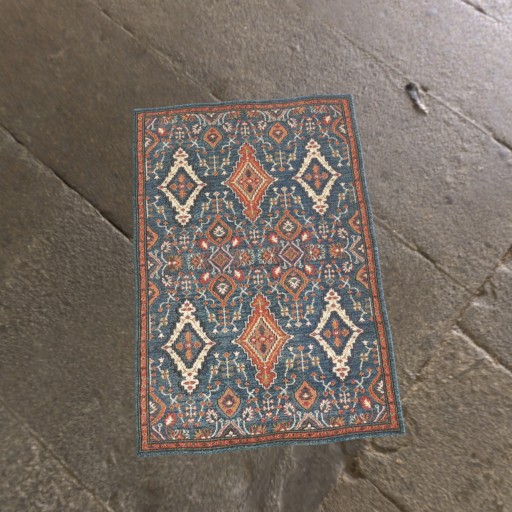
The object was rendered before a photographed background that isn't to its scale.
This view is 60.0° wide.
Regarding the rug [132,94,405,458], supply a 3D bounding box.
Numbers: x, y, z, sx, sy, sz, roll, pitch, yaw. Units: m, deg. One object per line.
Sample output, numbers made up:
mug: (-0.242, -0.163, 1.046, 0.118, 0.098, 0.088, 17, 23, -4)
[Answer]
rug: (0.000, 0.000, 2.938, 1.622, 0.009, 2.373, -4, 75, -1)
